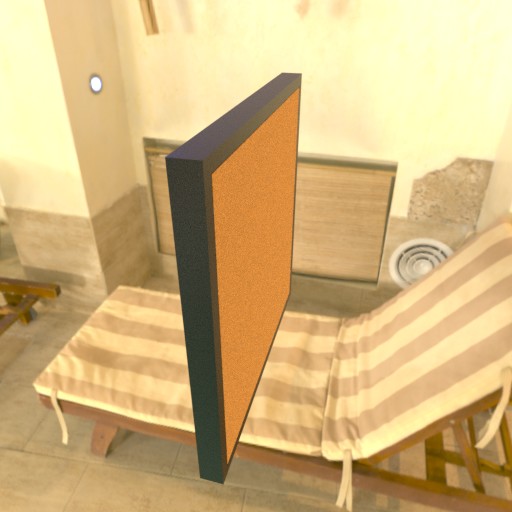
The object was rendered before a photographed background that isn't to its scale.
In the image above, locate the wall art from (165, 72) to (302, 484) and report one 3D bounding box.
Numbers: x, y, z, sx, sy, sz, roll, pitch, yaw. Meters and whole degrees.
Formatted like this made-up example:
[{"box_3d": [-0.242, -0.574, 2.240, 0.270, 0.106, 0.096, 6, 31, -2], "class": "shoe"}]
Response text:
[{"box_3d": [0.000, 0.000, 0.752, 0.038, 0.506, 0.506, 8, 32, 13], "class": "wall art"}]
